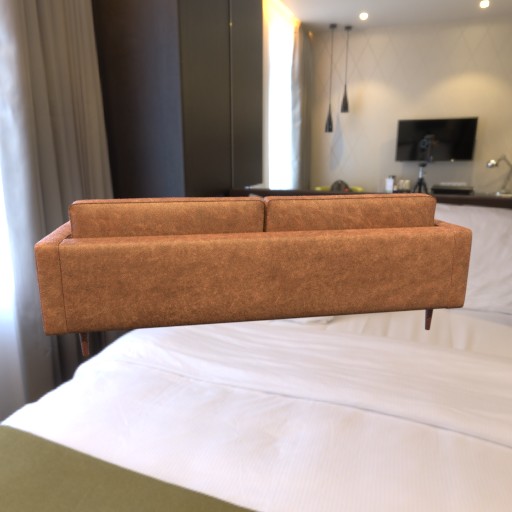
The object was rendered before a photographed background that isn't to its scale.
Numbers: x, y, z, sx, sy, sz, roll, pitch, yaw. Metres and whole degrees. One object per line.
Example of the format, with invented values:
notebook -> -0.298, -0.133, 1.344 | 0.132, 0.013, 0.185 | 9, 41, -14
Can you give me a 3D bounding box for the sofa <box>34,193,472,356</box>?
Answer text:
sofa -> 0.000, 0.000, 2.643 | 2.210, 0.762, 0.914 | -2, 14, -10
